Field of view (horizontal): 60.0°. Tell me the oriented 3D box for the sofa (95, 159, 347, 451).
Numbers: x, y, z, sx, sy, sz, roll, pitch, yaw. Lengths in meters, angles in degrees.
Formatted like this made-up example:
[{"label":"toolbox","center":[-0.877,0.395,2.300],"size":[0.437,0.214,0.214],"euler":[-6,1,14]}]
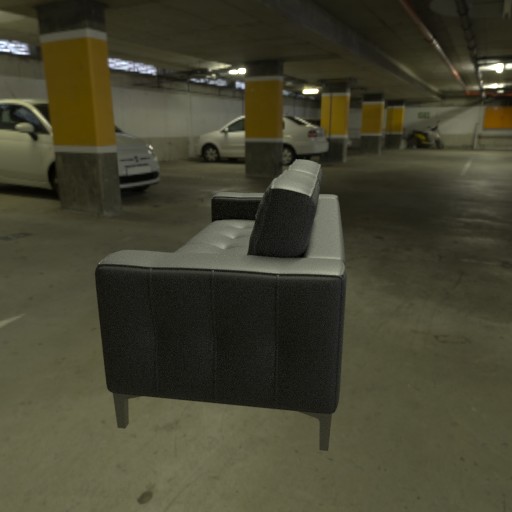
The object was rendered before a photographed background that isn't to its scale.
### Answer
[{"label":"sofa","center":[0.000,0.000,2.237],"size":[0.833,0.892,1.726],"euler":[3,16,9]}]
